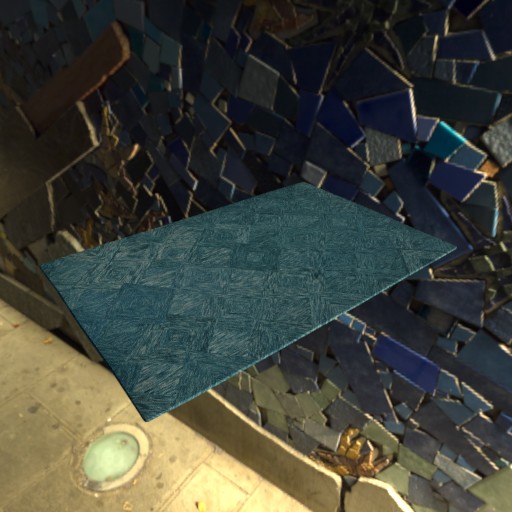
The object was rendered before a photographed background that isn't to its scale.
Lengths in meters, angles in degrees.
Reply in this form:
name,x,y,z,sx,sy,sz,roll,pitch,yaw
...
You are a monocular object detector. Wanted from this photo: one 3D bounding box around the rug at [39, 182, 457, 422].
name,x,y,z,sx,sy,sz,roll,pitch,yaw
rug,0.000,0.000,2.170,1.728,0.017,1.136,-22,37,-32
